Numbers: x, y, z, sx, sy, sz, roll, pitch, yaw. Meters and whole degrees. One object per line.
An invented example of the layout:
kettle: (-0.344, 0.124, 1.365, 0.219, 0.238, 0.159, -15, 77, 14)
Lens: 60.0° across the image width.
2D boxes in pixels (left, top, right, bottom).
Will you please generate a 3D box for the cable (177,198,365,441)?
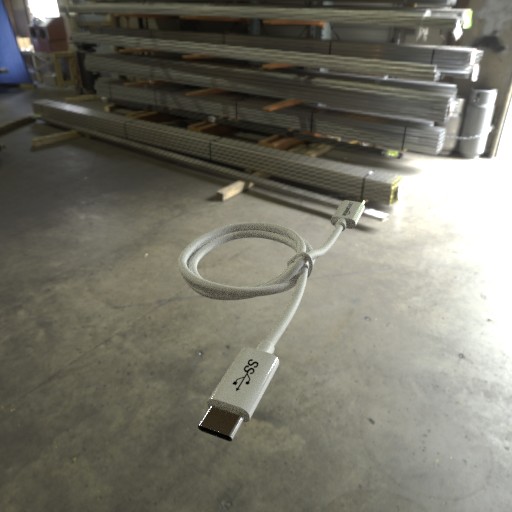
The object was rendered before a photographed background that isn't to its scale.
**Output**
cable: (0.000, 0.000, 0.208, 0.070, 0.014, 0.186, 12, 32, 20)
